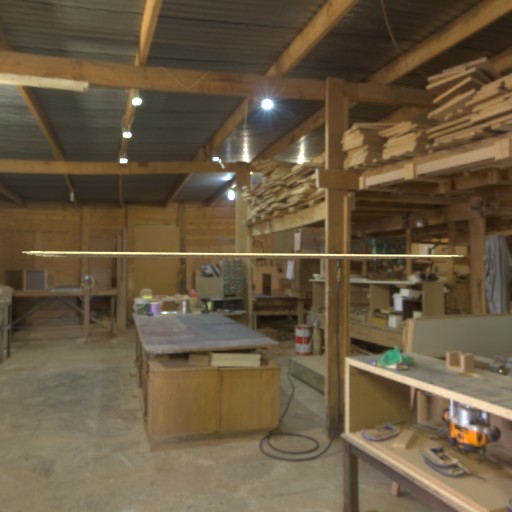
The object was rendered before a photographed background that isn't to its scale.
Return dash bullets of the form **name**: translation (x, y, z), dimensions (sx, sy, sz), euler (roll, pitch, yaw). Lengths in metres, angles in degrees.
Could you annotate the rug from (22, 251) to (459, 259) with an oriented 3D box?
- **rug**: translation (0.000, 0.000, 2.711), dimensions (2.449, 0.011, 0.774), euler (0, -1, -18)
